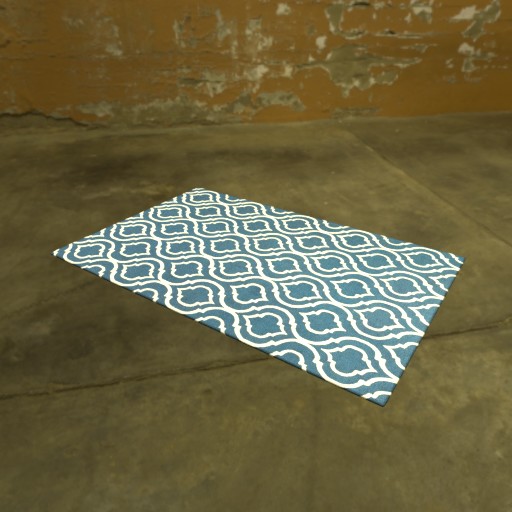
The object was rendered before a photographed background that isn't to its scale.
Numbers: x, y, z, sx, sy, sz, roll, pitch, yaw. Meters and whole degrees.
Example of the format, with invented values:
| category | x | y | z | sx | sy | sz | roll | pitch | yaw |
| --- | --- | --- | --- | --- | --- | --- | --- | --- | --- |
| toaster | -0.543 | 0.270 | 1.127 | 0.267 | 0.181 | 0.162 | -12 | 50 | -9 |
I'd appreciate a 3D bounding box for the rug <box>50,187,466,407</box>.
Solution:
| category | x | y | z | sx | sy | sz | roll | pitch | yaw |
| --- | --- | --- | --- | --- | --- | --- | --- | --- | --- |
| rug | 0.000 | 0.000 | 2.227 | 1.753 | 0.010 | 1.143 | 19 | 34 | 30 |
